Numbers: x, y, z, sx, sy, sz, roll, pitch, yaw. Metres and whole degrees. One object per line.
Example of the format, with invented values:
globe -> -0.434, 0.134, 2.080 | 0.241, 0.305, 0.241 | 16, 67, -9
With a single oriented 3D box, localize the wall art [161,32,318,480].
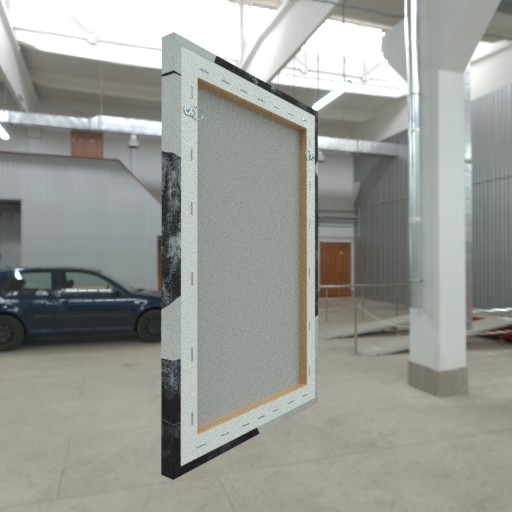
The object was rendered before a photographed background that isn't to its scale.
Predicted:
wall art -> 0.000, 0.000, 1.159 | 0.041, 0.915, 0.610 | 0, -1, 37
